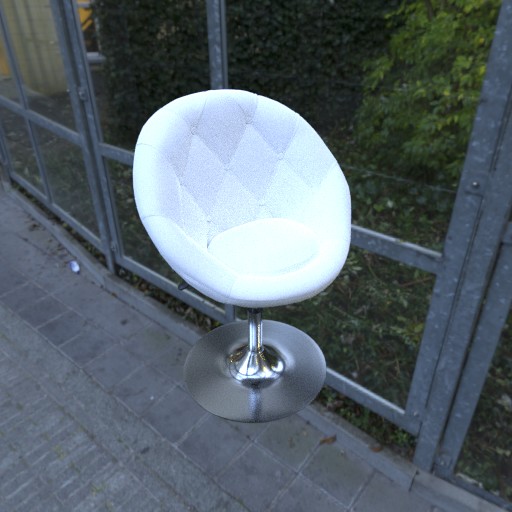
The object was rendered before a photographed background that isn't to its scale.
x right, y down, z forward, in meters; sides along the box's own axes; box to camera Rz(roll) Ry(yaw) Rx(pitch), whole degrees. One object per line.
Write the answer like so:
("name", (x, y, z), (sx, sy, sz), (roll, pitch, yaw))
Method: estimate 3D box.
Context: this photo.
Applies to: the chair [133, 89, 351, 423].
("chair", (0.000, 0.000, 1.896), (0.940, 1.261, 0.736), (-21, 37, -31))
